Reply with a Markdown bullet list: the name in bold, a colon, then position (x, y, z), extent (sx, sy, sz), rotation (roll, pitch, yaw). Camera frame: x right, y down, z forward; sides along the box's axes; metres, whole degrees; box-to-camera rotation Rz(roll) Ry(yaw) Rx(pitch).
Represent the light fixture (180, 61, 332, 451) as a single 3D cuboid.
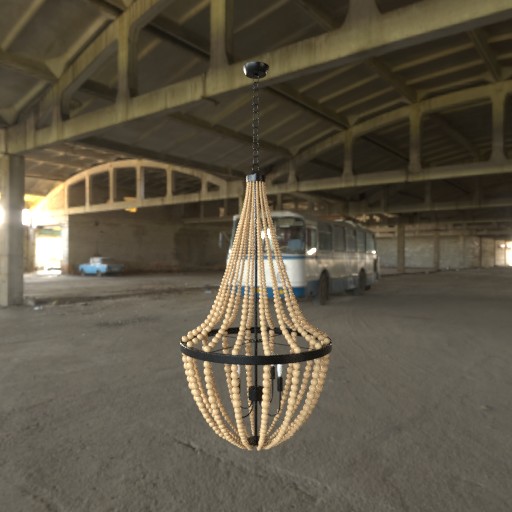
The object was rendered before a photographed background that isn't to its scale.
- **light fixture**: position (0.000, 0.000, 1.331), extent (0.450, 1.133, 0.450), rotation (0, 0, 0)
